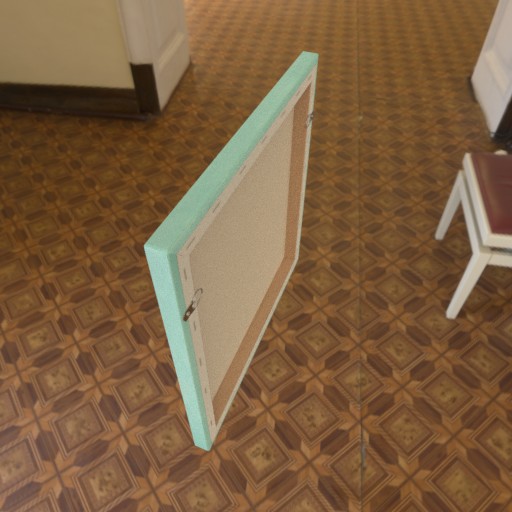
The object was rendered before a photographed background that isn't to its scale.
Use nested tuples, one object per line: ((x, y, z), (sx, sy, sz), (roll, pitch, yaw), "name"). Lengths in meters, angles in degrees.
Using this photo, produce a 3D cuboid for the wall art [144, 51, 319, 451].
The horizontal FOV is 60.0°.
((0.000, 0.000, 1.629), (0.070, 1.073, 1.071), (16, 48, 15), "wall art")
